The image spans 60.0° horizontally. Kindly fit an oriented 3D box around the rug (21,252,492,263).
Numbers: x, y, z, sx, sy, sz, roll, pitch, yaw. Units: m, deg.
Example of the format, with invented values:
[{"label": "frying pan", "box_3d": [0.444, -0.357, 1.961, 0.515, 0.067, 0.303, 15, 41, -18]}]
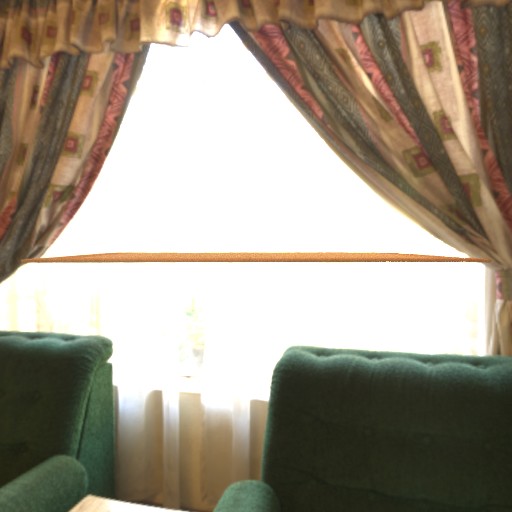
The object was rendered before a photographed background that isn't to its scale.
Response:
[{"label": "rug", "box_3d": [0.000, 0.000, 2.325, 1.829, 0.014, 1.219, 0, 2, -1]}]
